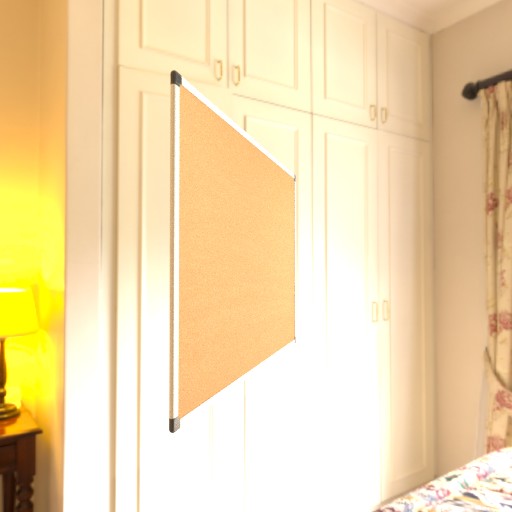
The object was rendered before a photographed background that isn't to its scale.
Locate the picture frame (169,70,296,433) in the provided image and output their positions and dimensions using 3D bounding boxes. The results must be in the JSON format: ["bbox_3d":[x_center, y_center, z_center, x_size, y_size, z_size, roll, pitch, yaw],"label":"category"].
[{"bbox_3d":[0.000,0.000,1.153,0.010,0.600,0.900,0,-1,18],"label":"picture frame"}]
